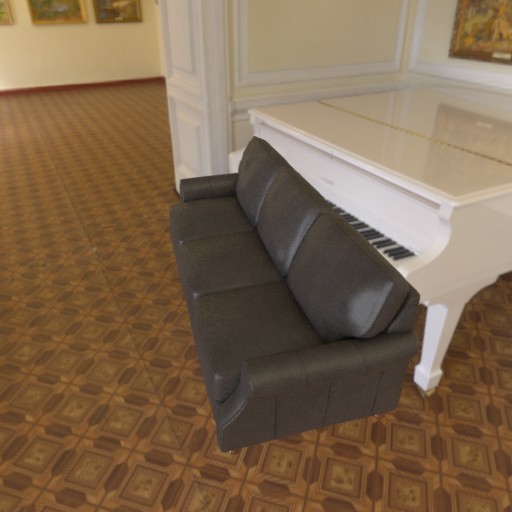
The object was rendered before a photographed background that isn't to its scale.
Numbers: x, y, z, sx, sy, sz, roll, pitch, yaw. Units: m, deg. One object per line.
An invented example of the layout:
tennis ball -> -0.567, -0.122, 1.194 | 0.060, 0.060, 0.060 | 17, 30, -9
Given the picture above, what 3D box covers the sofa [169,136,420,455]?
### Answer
sofa -> 0.000, 0.000, 2.915 | 0.974, 0.977, 2.387 | -8, 32, -13
